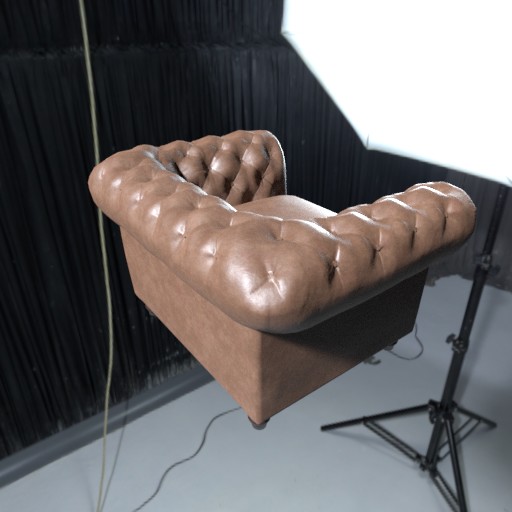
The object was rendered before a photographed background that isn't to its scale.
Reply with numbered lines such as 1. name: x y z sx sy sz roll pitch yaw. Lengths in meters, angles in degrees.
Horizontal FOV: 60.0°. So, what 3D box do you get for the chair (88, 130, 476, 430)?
1. chair: 0.000 0.000 1.824 0.954 0.784 1.298 -19 34 -32
